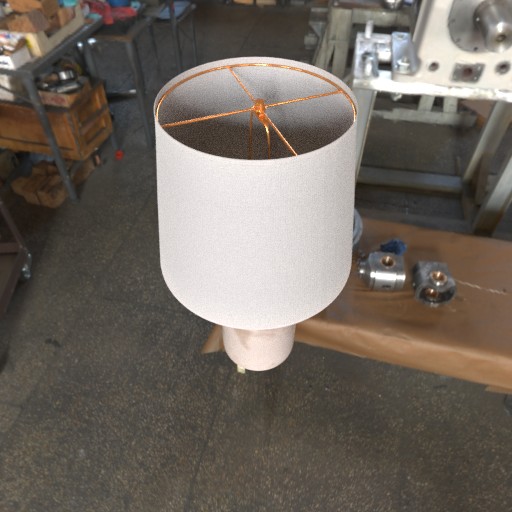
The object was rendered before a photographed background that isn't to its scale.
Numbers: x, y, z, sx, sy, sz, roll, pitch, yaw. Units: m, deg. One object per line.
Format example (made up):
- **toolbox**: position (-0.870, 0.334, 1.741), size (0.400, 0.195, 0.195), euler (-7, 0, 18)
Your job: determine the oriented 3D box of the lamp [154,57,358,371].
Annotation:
- **lamp**: position (0.000, 0.000, 0.452), size (0.189, 0.340, 0.189), euler (0, 48, 0)
